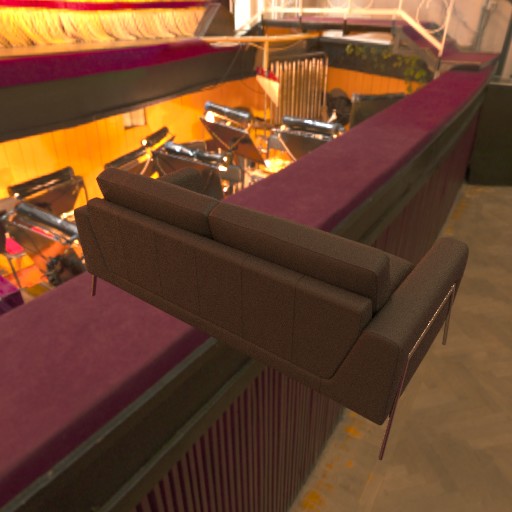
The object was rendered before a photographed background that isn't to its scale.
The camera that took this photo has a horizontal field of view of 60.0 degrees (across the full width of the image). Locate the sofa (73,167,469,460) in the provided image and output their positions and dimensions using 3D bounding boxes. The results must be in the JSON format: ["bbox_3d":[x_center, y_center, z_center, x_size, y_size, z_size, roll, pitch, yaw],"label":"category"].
[{"bbox_3d":[0.000,0.000,2.502,2.017,0.875,0.953,21,36,31],"label":"sofa"}]
